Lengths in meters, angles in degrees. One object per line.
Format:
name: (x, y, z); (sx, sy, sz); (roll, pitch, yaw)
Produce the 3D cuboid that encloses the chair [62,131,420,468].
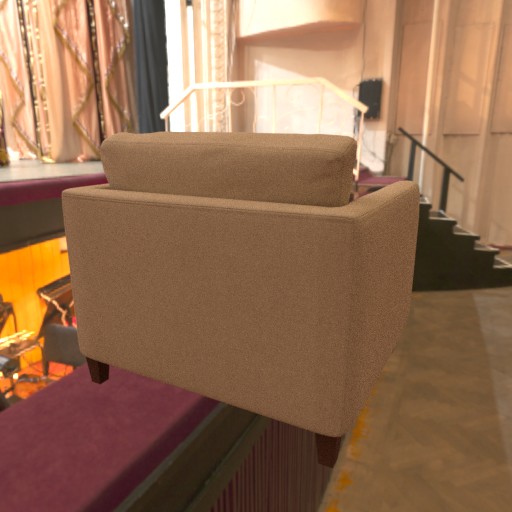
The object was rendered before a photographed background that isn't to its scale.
chair: (0.000, 0.000, 1.778); (1.107, 0.961, 0.959); (8, 17, 27)
